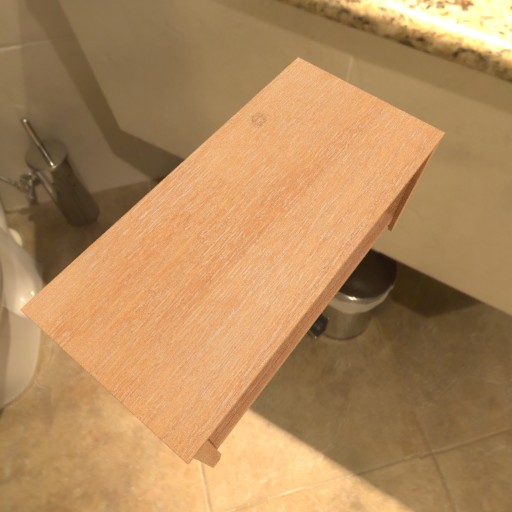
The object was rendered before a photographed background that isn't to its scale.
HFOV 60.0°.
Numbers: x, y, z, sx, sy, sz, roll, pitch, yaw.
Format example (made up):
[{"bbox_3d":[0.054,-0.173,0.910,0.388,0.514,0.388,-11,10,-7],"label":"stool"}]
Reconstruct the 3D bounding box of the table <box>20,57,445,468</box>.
[{"bbox_3d":[0.000,0.000,1.264,0.483,0.457,1.016,35,68,17],"label":"table"}]
